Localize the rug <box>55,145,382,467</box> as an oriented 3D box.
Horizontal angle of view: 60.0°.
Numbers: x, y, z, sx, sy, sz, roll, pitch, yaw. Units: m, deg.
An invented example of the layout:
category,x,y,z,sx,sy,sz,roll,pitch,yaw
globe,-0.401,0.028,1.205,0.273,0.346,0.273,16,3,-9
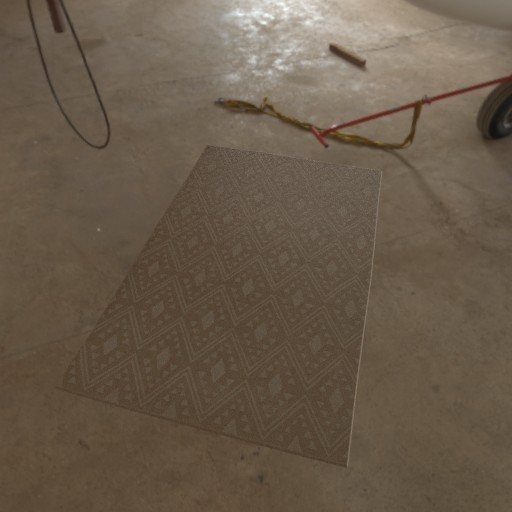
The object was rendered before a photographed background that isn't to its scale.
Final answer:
category,x,y,z,sx,sy,sz,roll,pitch,yaw
rug,0.000,0.000,3.015,1.553,0.053,2.430,11,47,10
